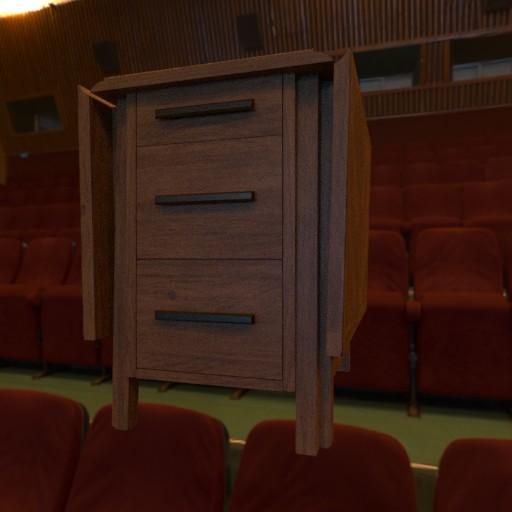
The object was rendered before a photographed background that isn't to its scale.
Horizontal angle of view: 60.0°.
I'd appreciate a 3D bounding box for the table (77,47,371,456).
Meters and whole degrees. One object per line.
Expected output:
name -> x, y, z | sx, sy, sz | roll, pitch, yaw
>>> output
table -> 0.000, 0.000, 1.240 | 0.591, 0.763, 0.746 | 0, 0, 17
